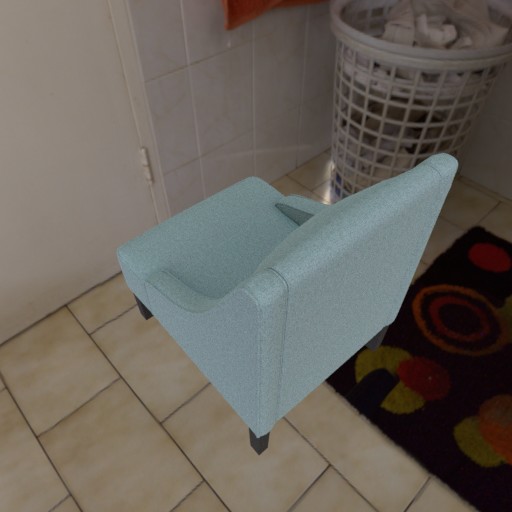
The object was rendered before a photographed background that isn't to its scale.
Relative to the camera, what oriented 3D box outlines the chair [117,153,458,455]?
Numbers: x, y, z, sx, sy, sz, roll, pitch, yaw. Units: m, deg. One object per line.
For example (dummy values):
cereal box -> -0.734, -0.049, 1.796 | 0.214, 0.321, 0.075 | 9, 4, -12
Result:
chair -> 0.000, 0.000, 1.884 | 0.857, 1.133, 1.025 | -33, 56, -26
